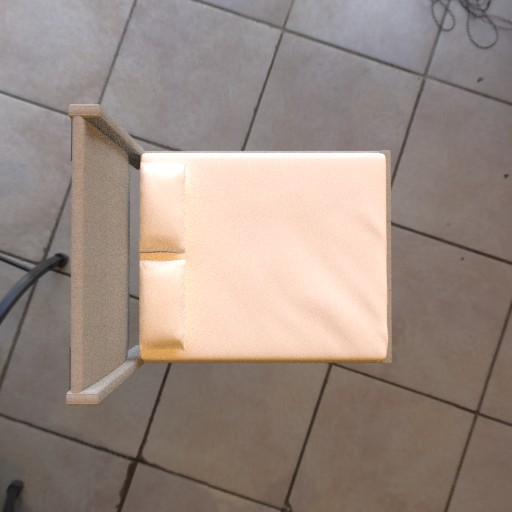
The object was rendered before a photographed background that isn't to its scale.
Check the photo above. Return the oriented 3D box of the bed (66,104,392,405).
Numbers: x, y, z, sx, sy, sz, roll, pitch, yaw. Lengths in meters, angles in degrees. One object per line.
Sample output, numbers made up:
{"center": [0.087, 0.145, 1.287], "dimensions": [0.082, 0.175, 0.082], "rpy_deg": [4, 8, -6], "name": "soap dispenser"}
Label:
{"center": [0.000, 0.000, 3.336], "dimensions": [2.222, 1.491, 1.774], "rpy_deg": [0, 89, 0], "name": "bed"}
